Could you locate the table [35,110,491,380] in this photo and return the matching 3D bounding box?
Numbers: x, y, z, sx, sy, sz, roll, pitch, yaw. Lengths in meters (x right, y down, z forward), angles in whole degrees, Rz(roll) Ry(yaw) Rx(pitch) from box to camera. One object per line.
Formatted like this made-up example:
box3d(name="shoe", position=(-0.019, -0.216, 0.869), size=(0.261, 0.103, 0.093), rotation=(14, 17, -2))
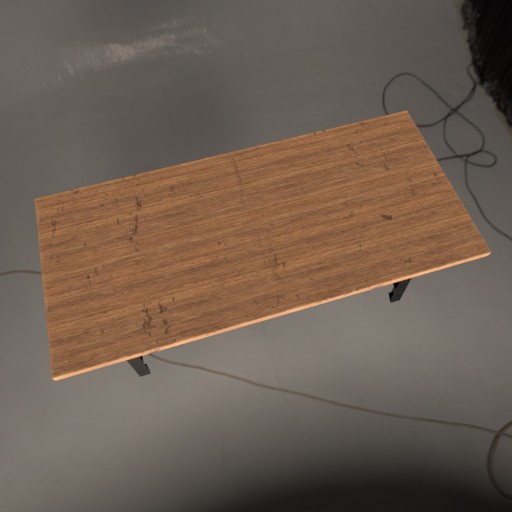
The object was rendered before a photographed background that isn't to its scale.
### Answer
box3d(name="table", position=(0.000, 0.000, 2.661), size=(2.200, 0.757, 1.000), rotation=(-15, 65, -7))
